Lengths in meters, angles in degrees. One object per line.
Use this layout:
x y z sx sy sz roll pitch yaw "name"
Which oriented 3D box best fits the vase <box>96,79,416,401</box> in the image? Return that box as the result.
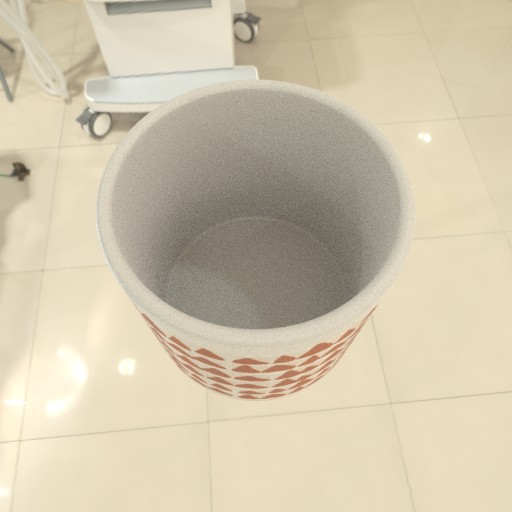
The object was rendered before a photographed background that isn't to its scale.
0.000 0.000 0.246 0.137 0.127 0.137 0 63 0 "vase"
